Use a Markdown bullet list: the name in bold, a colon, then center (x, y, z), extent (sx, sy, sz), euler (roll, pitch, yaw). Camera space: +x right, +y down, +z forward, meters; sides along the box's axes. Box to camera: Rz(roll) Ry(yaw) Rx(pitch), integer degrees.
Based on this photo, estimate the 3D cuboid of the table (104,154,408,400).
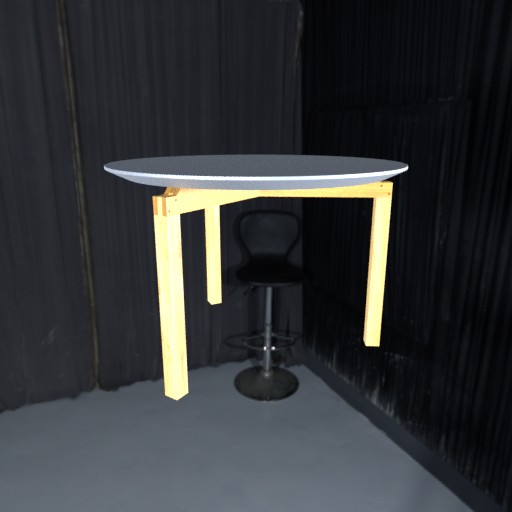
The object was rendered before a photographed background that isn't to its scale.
- **table**: center (0.000, 0.000, 0.976), extent (0.600, 0.405, 0.600), euler (0, 16, 0)
